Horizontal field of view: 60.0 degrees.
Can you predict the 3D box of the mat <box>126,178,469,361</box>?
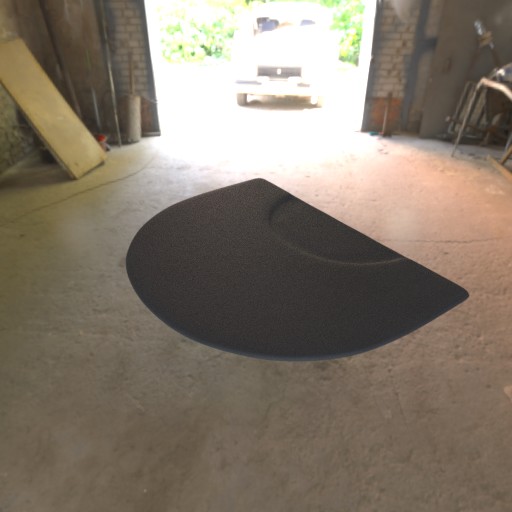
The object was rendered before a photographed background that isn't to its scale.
[{"bbox_3d":[0.000,0.000,1.669,0.917,0.016,1.220,-21,38,-29],"label":"mat"}]
